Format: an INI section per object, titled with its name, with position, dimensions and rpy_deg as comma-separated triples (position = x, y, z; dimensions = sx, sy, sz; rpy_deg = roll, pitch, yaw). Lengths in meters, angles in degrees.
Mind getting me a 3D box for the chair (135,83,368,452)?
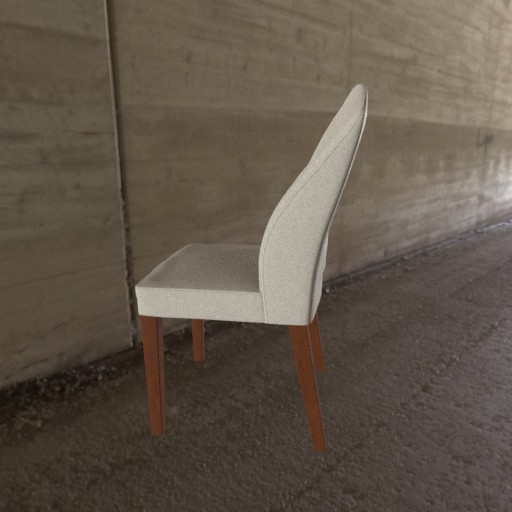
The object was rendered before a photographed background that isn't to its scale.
[chair]
position = 0.000, 0.000, 1.240
dimensions = 0.540, 0.893, 0.472
rpy_deg = 2, 15, 8
